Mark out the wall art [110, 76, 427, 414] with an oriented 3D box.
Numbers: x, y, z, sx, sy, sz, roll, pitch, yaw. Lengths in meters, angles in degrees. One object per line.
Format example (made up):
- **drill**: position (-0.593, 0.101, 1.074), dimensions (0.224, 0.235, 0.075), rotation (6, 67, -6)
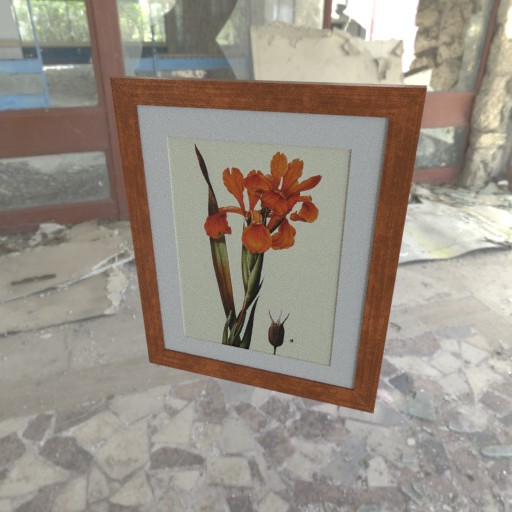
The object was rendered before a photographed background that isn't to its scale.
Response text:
- **wall art**: position (0.000, 0.000, 0.769), dimensions (0.467, 0.567, 0.033), rotation (8, 28, 16)
